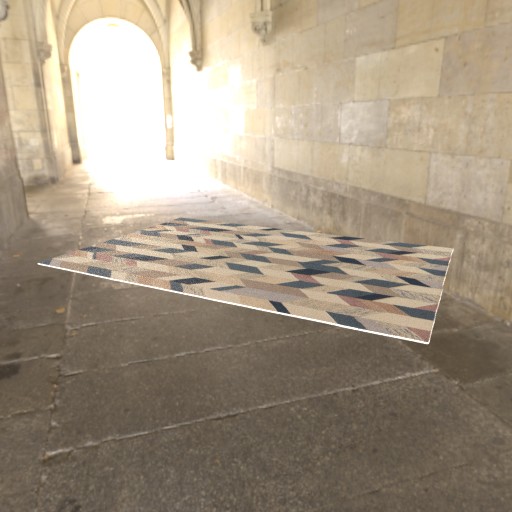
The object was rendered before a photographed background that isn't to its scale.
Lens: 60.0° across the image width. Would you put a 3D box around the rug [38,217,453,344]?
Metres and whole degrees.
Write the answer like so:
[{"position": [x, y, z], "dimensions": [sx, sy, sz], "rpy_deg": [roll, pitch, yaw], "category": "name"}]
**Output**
[{"position": [0.000, 0.000, 2.292], "dimensions": [1.813, 0.006, 1.202], "rpy_deg": [8, 19, 25], "category": "rug"}]
